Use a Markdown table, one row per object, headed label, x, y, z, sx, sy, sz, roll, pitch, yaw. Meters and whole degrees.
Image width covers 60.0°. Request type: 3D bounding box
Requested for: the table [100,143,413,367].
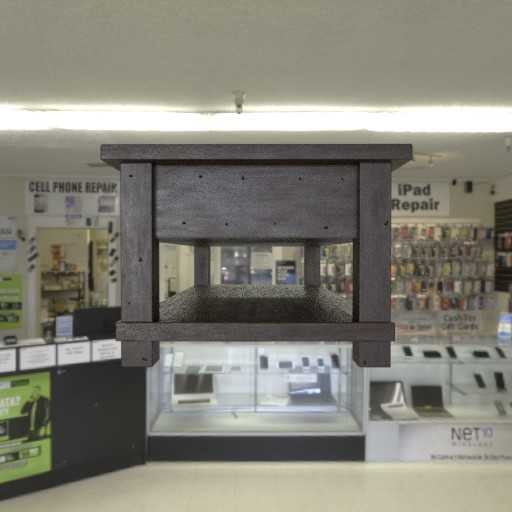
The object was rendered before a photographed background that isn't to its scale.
| label | x | y | z | sx | sy | sz | roll | pitch | yaw |
| --- | --- | --- | --- | --- | --- | --- | --- | --- | --- |
| table | 0.000 | 0.000 | 1.596 | 0.700 | 0.494 | 1.270 | 0 | 0 | 0 |
